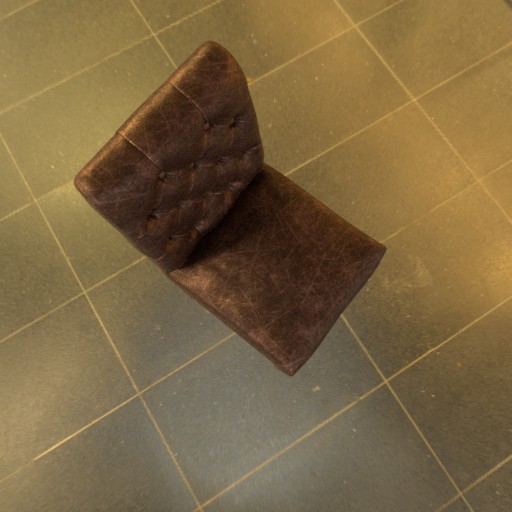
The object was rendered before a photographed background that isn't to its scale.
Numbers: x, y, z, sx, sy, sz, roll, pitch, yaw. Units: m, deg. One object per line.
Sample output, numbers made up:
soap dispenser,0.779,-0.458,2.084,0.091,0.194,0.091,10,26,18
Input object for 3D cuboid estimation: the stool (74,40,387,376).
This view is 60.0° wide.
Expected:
stool,0.000,0.000,1.472,0.659,1.168,0.483,38,79,9
